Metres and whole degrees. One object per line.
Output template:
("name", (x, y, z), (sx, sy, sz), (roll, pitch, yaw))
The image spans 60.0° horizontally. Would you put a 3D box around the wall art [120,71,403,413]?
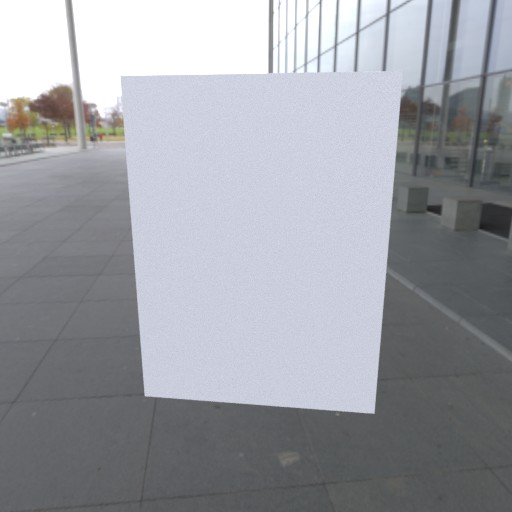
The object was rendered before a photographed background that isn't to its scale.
("wall art", (0.000, 0.000, 0.795), (0.457, 0.610, 0.003), (2, 16, 7))
